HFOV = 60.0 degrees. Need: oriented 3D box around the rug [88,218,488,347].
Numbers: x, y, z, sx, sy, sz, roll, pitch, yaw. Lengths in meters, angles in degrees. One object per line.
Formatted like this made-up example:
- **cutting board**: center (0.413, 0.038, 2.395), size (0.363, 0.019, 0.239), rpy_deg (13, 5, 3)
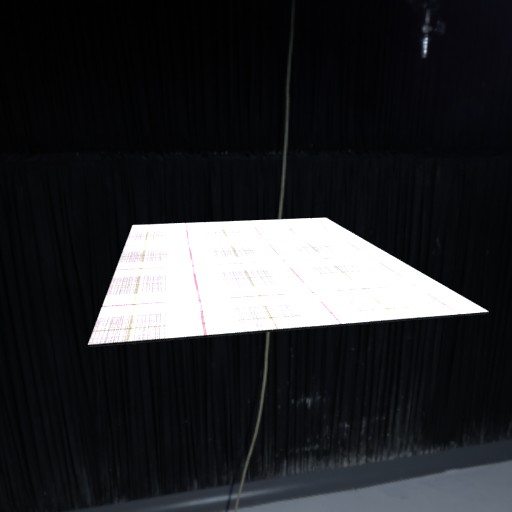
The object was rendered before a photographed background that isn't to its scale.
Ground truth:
- **rug**: center (0.000, 0.000, 3.883), size (2.317, 0.016, 2.959), rpy_deg (-3, 16, -10)
